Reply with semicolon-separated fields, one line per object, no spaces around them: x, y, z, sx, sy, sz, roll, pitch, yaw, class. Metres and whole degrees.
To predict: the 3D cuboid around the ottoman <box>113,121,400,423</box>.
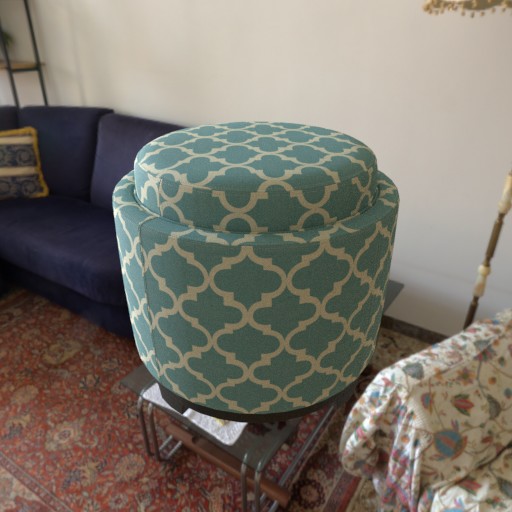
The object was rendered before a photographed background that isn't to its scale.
0.000;0.000;0.825;0.480;0.429;0.480;0;29;0;ottoman
